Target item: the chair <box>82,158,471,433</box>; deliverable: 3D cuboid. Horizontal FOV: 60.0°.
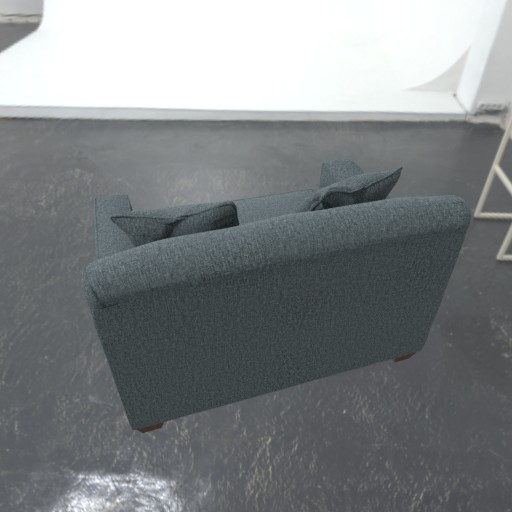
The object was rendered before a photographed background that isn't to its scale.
[{"bbox_3d":[0.000,0.000,2.068,1.383,0.948,1.000,-11,41,-13],"label":"chair"}]
